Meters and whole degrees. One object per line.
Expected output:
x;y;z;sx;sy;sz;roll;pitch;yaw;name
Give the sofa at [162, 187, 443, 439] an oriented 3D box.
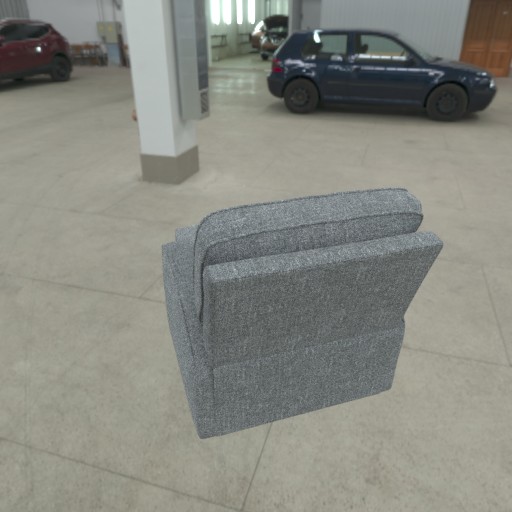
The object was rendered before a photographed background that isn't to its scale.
0.000;0.000;2.051;0.861;0.959;1.472;-9;29;-16;sofa
